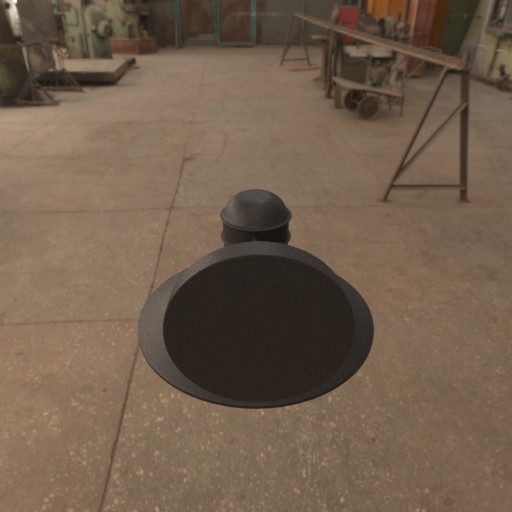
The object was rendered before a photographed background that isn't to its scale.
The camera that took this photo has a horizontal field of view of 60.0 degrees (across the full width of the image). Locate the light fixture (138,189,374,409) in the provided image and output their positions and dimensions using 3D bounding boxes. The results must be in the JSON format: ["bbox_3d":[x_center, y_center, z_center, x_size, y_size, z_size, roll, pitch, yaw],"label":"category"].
[{"bbox_3d":[0.000,0.000,0.681,0.396,0.265,0.434,0,31,-1],"label":"light fixture"}]
